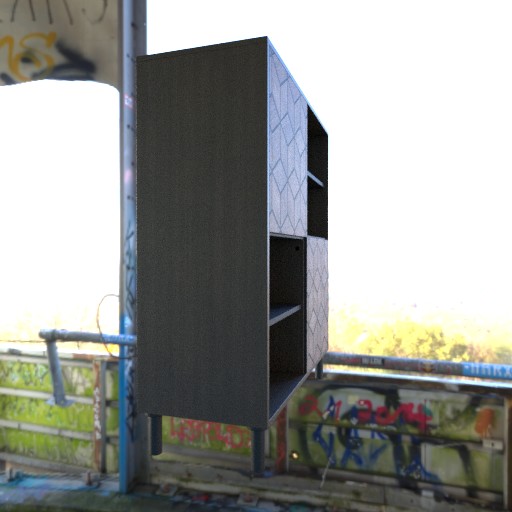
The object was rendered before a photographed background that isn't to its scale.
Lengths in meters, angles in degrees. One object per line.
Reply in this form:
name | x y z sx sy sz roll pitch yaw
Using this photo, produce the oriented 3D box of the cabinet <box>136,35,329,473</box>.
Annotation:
cabinet | 0.000 0.000 1.711 0.400 1.170 1.010 0 1 18
